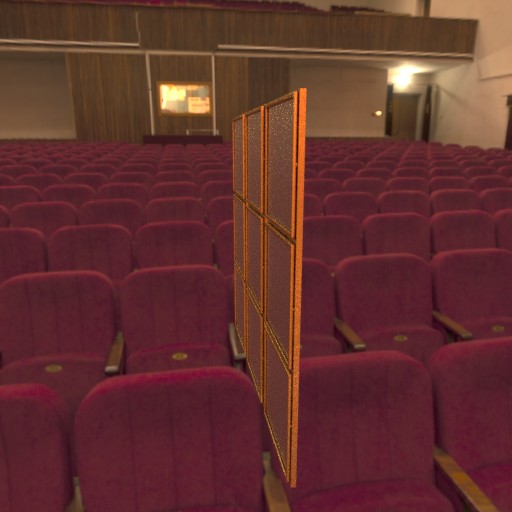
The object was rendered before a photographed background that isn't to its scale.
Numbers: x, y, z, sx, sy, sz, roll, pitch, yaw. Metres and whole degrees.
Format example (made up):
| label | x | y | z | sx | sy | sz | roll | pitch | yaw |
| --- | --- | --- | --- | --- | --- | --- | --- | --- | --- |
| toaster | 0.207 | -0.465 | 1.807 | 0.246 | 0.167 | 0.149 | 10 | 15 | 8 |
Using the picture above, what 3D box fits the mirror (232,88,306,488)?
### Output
| label | x | y | z | sx | sy | sz | roll | pitch | yaw |
| --- | --- | --- | --- | --- | --- | --- | --- | --- | --- |
| mirror | 0.000 | 0.000 | 1.462 | 0.023 | 0.926 | 1.011 | -2 | 14 | -10 |
